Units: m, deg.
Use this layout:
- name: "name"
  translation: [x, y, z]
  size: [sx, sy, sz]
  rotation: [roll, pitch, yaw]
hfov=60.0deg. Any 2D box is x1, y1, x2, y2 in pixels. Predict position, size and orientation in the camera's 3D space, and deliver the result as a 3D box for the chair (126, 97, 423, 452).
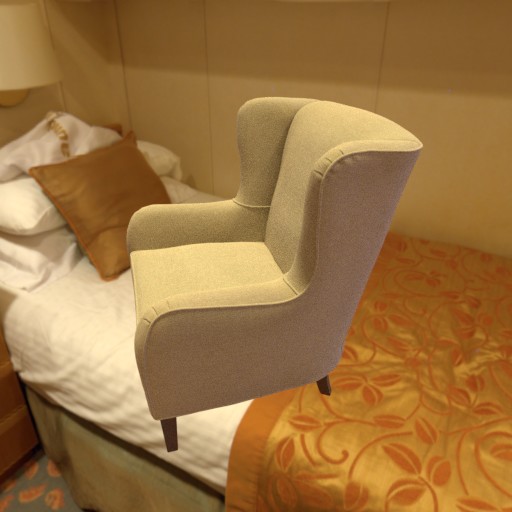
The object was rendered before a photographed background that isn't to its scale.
- name: "chair"
  translation: [0.000, 0.000, 1.716]
  size: [0.966, 1.040, 0.838]
  rotation: [-8, 30, -14]
